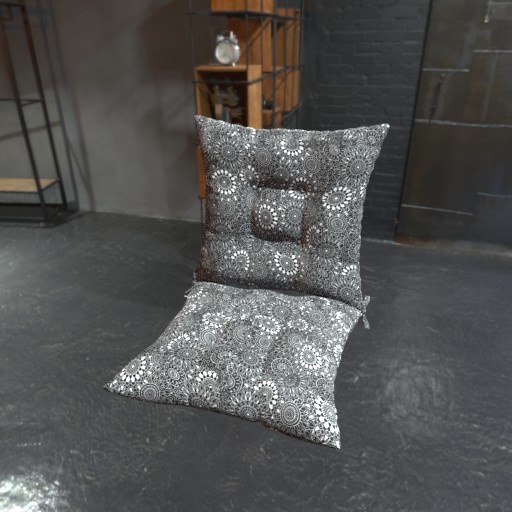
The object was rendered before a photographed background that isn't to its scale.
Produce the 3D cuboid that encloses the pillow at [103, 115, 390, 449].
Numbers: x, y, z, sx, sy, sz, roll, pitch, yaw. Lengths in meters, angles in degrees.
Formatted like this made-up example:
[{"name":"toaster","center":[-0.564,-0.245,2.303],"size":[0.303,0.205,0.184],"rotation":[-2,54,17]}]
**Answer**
[{"name":"pillow","center":[0.000,0.000,1.020],"size":[0.541,0.536,0.585],"rotation":[8,28,16]}]
